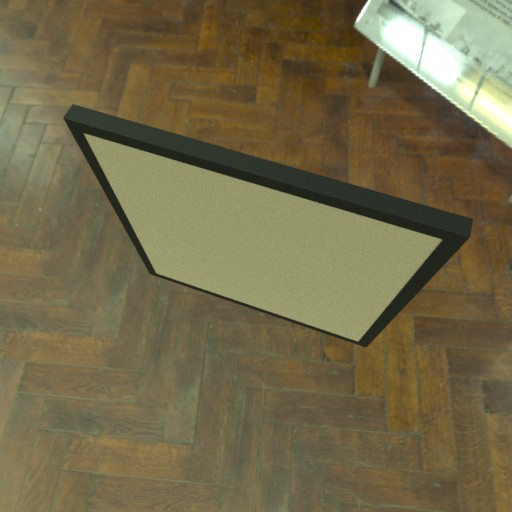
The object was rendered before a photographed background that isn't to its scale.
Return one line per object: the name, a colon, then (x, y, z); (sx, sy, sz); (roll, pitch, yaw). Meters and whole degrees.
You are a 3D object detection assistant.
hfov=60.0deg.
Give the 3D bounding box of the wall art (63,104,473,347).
wall art: (0.000, 0.000, 0.455); (0.306, 0.304, 0.015); (18, 66, 8)
